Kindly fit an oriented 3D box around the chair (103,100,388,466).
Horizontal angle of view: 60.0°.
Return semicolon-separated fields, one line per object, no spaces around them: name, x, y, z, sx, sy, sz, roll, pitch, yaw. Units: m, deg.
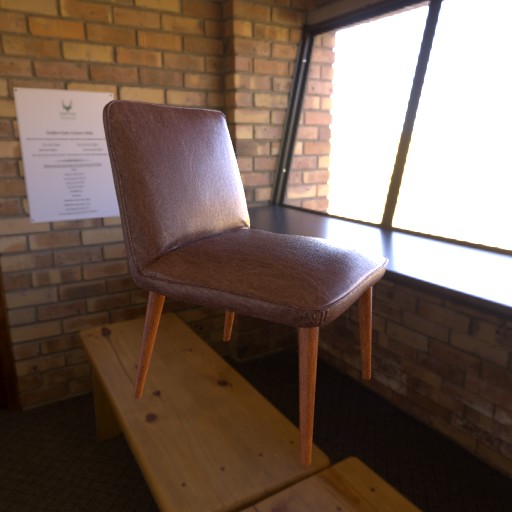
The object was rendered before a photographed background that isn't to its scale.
chair;0.000;0.000;1.210;0.645;0.803;0.543;7;16;26
